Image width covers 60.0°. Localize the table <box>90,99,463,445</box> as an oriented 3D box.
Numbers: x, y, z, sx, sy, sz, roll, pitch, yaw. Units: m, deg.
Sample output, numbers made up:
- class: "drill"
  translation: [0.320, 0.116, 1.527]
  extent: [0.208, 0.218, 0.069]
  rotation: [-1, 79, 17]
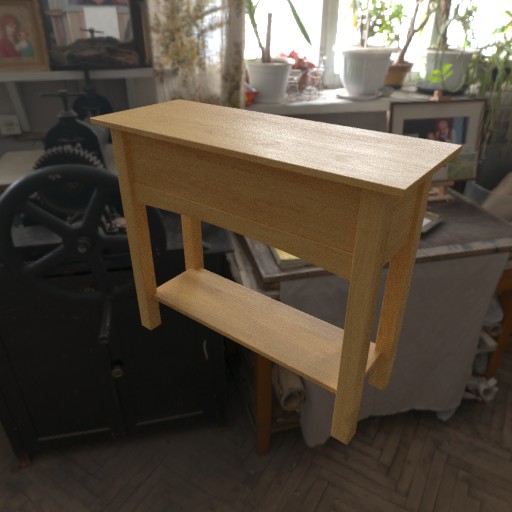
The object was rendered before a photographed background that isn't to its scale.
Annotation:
- class: "table"
  translation: [0.000, 0.000, 1.288]
  extent: [0.900, 0.728, 0.340]
  rotation: [21, 36, 32]
